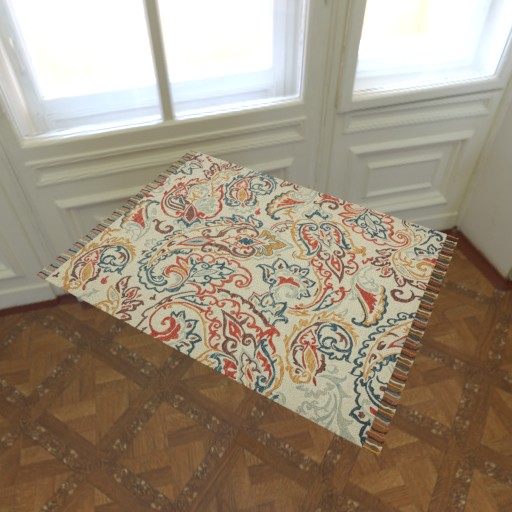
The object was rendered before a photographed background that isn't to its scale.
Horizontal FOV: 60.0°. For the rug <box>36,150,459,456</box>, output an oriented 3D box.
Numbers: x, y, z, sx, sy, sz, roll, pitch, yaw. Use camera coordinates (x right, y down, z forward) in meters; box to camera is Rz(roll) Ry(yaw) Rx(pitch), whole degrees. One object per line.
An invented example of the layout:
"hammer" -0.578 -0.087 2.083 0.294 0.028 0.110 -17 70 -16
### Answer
"rug" 0.000 0.000 4.258 3.274 0.015 2.439 22 49 20
